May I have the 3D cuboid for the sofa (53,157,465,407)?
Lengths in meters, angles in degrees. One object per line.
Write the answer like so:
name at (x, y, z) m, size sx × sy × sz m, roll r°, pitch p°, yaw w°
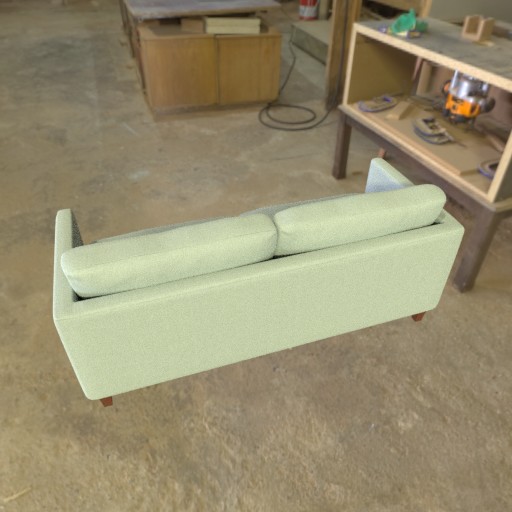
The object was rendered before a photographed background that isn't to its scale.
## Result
sofa at (0.000, 0.000, 2.721) m, size 2.208 × 0.965 × 0.951 m, roll -12°, pitch 41°, yaw -14°
